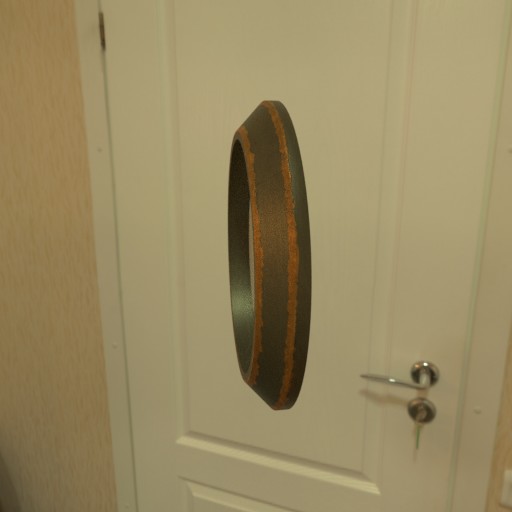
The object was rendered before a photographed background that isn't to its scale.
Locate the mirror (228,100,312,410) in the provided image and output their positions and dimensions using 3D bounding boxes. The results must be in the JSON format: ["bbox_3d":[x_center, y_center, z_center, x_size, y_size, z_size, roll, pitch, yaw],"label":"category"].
[{"bbox_3d":[0.000,0.000,1.368,0.111,0.907,0.907,-2,14,-8],"label":"mirror"}]
